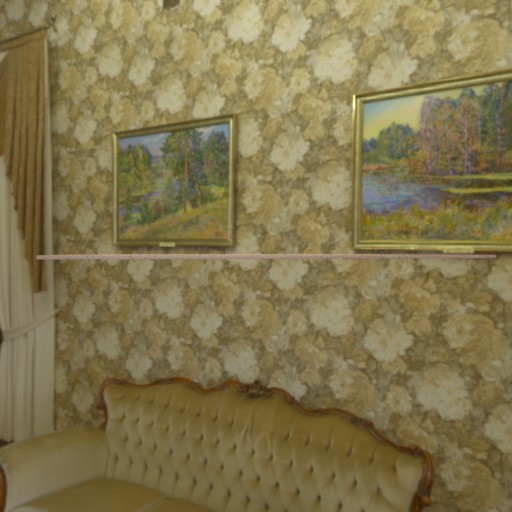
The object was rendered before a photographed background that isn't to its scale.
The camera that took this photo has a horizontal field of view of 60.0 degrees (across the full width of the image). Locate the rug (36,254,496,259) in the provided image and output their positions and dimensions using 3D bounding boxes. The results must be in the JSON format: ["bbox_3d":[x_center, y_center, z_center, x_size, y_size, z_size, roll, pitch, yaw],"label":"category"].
[{"bbox_3d":[0.000,0.000,2.251,1.829,0.014,1.219,0,0,-17],"label":"rug"}]
